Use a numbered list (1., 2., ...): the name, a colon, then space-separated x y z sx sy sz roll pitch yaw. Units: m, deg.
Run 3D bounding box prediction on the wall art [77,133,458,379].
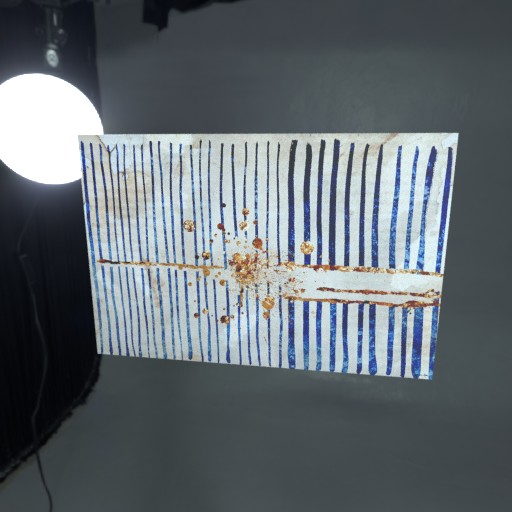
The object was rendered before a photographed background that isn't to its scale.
1. wall art: 0.000 0.000 1.146 0.919 0.609 0.030 2 14 9
